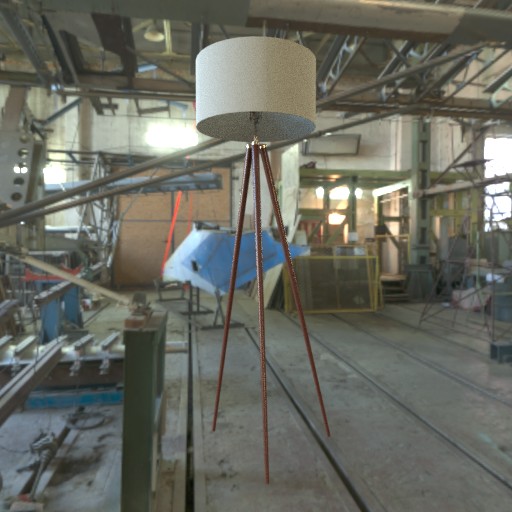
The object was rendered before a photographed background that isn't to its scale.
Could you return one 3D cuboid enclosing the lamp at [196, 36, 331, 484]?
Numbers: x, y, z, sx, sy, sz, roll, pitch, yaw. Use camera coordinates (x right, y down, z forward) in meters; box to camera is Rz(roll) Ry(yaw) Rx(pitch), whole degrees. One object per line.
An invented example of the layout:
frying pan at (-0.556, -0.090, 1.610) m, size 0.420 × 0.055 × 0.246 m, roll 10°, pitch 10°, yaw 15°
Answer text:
lamp at (0.000, 0.000, 1.817) m, size 0.483 × 1.553 × 0.483 m, roll 1°, pitch 2°, yaw 36°
